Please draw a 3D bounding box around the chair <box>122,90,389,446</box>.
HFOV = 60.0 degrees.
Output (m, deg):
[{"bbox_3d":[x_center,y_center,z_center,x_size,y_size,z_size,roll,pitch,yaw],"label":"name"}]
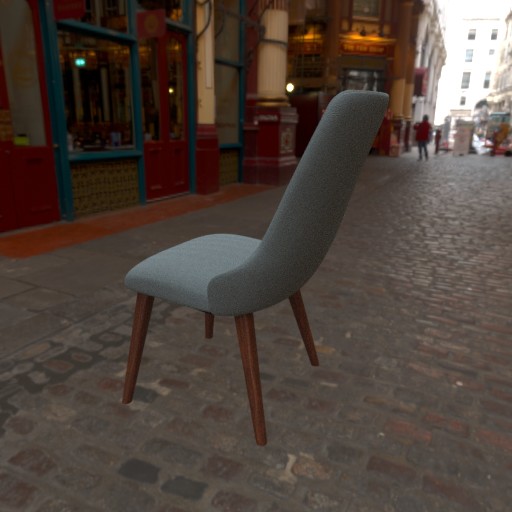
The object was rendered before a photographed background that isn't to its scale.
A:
[{"bbox_3d":[0.000,0.000,1.351,0.707,0.918,0.535,8,18,26],"label":"chair"}]
